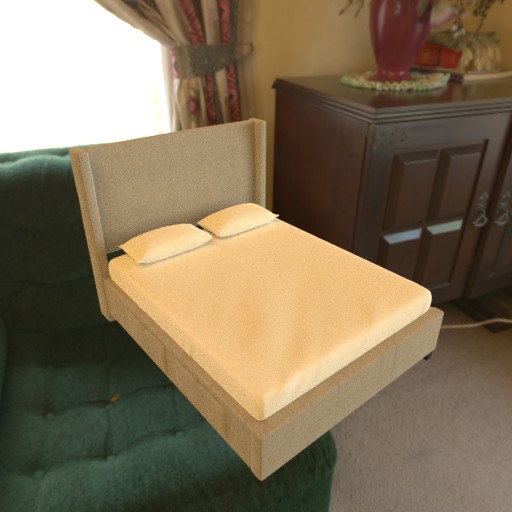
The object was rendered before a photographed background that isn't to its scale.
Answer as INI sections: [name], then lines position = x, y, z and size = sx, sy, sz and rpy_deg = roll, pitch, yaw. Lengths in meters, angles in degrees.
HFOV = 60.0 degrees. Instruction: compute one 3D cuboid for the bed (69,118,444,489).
[bed]
position = 0.000, 0.000, 3.364
size = 1.774, 1.491, 2.222
rpy_deg = -21, 35, -34
